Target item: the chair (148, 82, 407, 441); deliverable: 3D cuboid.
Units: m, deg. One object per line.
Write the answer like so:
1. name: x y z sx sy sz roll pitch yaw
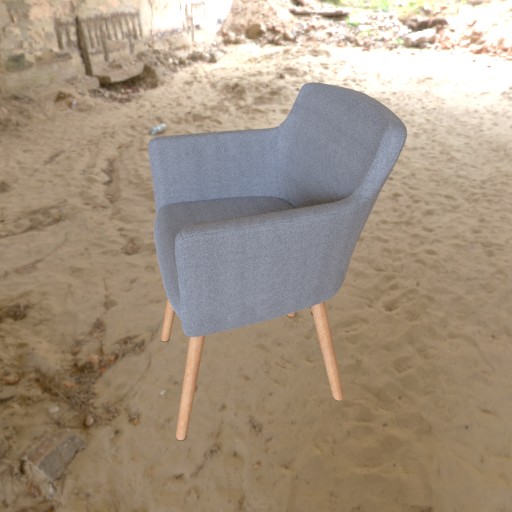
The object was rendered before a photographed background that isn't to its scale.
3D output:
1. chair: 0.000 0.000 1.146 0.540 0.780 0.570 -9 33 -14
